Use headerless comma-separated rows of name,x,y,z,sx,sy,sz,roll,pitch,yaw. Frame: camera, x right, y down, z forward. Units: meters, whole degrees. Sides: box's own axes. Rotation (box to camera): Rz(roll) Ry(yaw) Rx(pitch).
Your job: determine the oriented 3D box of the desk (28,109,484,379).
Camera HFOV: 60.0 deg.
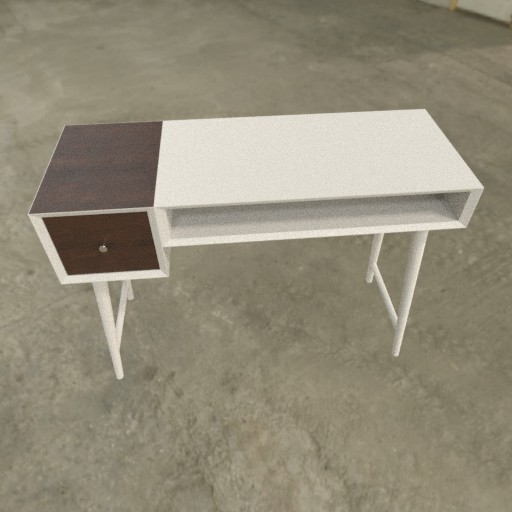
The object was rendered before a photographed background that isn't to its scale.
desk,0.000,0.000,1.440,1.069,0.761,0.409,-4,46,-4
